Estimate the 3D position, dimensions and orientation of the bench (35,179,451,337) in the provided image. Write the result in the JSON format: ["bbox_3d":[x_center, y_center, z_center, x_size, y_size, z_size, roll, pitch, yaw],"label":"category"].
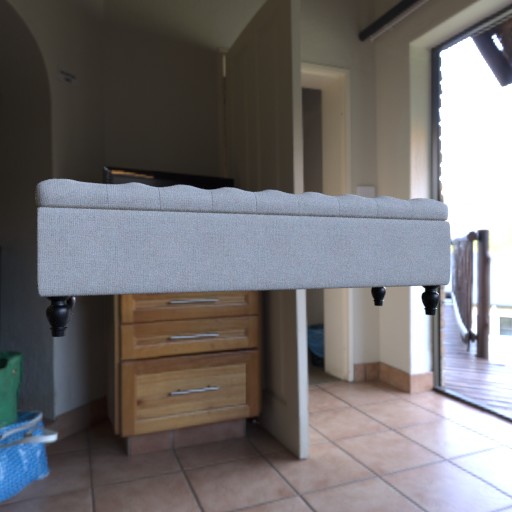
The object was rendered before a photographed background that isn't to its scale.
[{"bbox_3d":[0.000,0.000,1.690,1.480,0.467,0.455,0,0,-20],"label":"bench"}]
